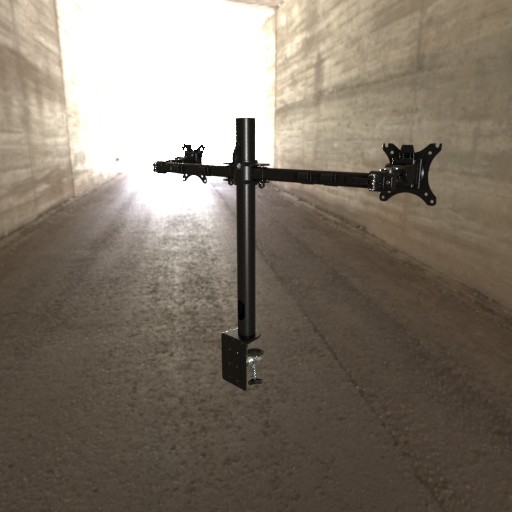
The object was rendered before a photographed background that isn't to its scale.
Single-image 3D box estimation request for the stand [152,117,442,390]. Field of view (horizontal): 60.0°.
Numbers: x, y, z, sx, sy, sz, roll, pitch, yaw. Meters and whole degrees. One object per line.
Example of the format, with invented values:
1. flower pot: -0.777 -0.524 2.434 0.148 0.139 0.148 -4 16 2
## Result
1. stand: 0.000 0.000 1.017 0.743 0.603 0.150 14 20 43
